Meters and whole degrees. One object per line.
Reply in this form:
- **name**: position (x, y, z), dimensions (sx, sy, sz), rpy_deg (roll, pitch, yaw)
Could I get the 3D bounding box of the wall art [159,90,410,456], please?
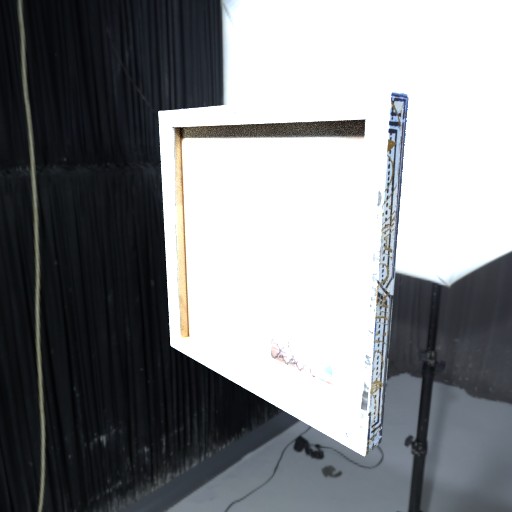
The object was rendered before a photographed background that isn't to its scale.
- **wall art**: position (0.000, 0.000, 0.631), dimensions (0.038, 0.410, 0.411), rpy_deg (-14, 20, -42)
